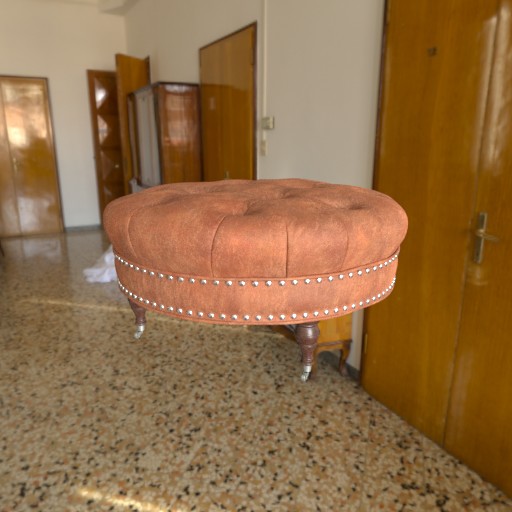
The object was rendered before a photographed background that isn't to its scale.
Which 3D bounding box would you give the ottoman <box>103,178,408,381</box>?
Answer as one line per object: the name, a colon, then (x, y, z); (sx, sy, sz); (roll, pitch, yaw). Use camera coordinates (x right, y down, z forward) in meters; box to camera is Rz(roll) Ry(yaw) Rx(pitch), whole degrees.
ottoman: (0.000, 0.000, 1.399); (0.901, 0.444, 0.901); (0, 15, 0)
